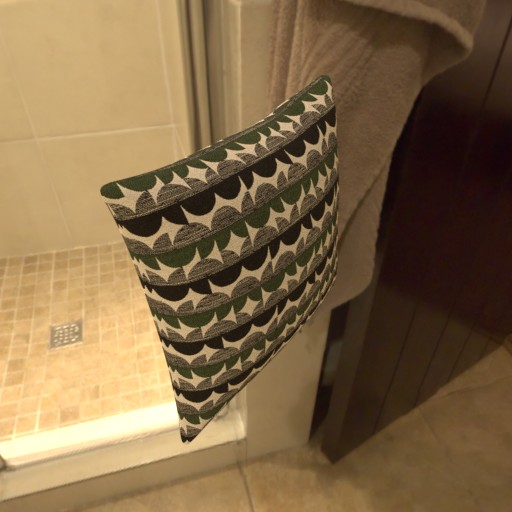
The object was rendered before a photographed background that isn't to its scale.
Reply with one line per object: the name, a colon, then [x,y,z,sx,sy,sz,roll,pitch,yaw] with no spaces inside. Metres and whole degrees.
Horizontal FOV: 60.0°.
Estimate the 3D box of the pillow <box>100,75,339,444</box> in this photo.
pillow: [0.000,0.000,0.649,0.180,0.404,0.419,26,46,28]
